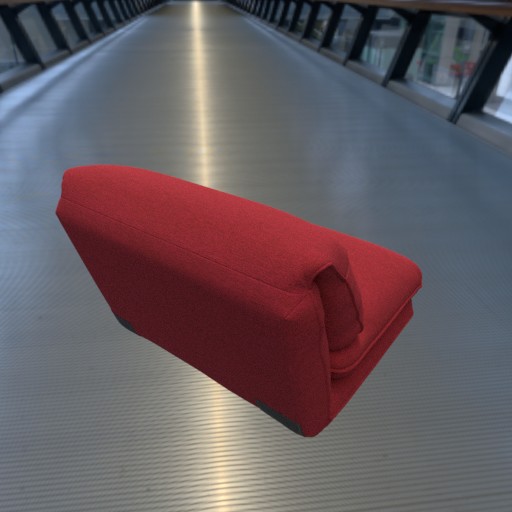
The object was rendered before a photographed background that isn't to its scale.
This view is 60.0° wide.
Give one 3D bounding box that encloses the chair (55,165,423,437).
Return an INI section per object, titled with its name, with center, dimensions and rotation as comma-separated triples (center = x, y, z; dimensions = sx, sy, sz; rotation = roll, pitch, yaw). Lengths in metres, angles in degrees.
[chair]
center = 0.000, 0.000, 1.326
dimensions = 0.820, 0.580, 0.780
rotation = 21, 36, 32
